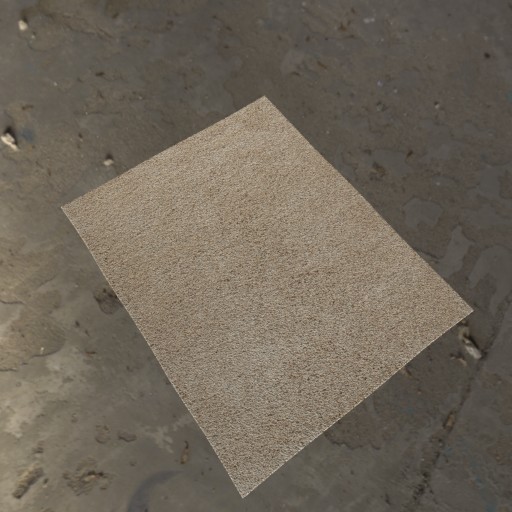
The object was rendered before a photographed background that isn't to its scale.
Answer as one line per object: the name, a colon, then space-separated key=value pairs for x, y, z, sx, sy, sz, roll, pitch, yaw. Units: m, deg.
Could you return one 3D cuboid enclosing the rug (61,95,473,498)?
rug: x=0.000 y=0.000 z=3.993 sx=2.400 sy=0.025 sz=3.000 roll=-33 pitch=69 yaw=-14
